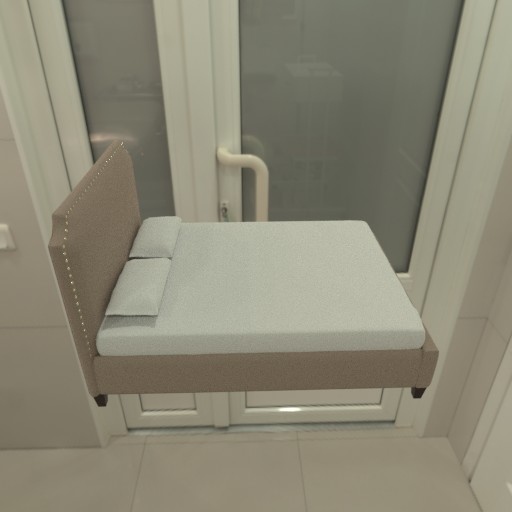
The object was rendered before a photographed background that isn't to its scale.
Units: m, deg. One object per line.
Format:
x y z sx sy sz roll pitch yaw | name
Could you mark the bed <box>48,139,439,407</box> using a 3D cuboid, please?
0.000 0.000 3.456 2.372 1.443 1.713 -1 31 -2 | bed
